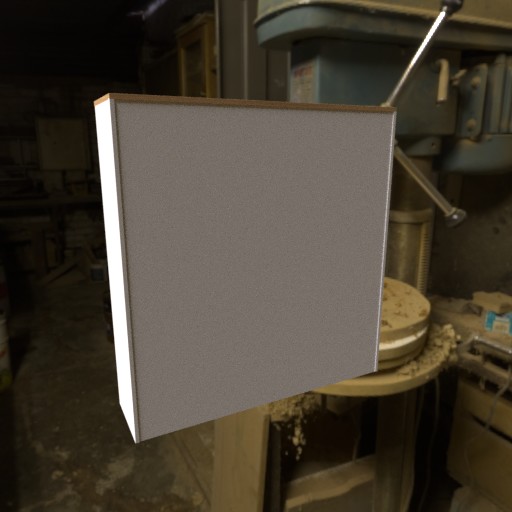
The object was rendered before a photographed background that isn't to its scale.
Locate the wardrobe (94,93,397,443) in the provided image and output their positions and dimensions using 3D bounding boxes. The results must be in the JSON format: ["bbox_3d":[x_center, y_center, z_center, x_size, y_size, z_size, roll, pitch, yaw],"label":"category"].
[{"bbox_3d":[0.000,0.000,3.491,2.160,2.260,0.590,-7,16,-27],"label":"wardrobe"}]
